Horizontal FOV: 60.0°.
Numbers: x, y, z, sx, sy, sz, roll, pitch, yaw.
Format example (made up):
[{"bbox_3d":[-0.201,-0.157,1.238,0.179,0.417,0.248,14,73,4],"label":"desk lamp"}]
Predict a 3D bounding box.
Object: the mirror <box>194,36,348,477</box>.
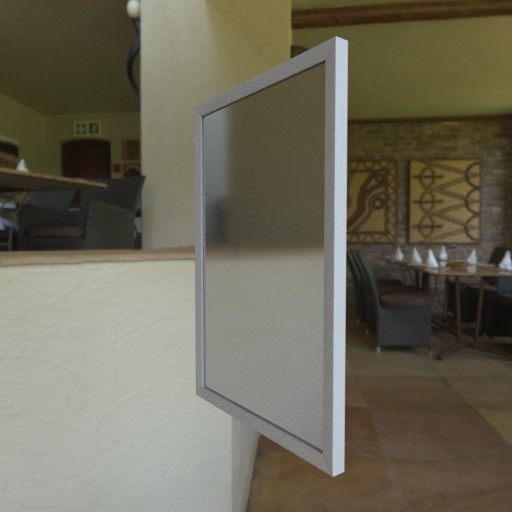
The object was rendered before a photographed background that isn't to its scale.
[{"bbox_3d":[0.000,0.000,1.177,0.040,0.915,0.609,-2,3,-36],"label":"mirror"}]
